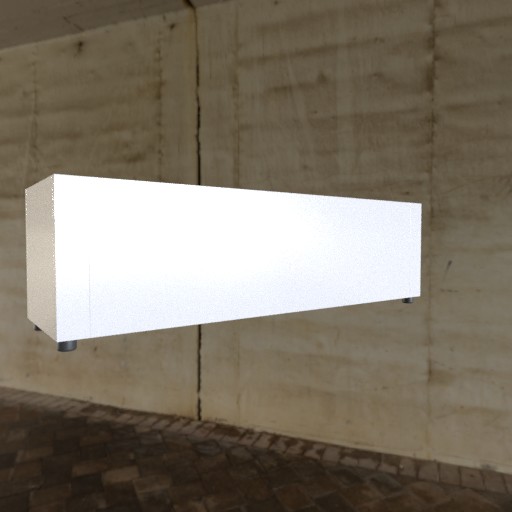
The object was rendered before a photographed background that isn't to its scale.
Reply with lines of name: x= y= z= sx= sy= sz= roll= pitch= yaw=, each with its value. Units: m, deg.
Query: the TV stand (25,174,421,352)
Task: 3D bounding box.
TV stand: x=0.000 y=0.000 z=1.680 sx=1.500 sy=0.440 sz=0.410 roll=-2 pitch=3 yaw=-36
